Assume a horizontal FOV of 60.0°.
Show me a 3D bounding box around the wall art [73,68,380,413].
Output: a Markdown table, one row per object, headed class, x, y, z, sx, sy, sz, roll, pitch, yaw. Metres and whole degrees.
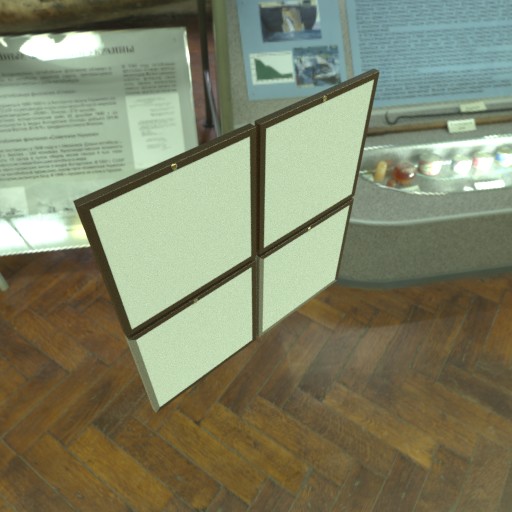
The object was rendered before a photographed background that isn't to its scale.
| class | x | y | z | sx | sy | sz | roll | pitch | yaw |
| --- | --- | --- | --- | --- | --- | --- | --- | --- | --- |
| wall art | 0.000 | 0.000 | 1.569 | 1.032 | 1.032 | 0.030 | -32 | 54 | -27 |
